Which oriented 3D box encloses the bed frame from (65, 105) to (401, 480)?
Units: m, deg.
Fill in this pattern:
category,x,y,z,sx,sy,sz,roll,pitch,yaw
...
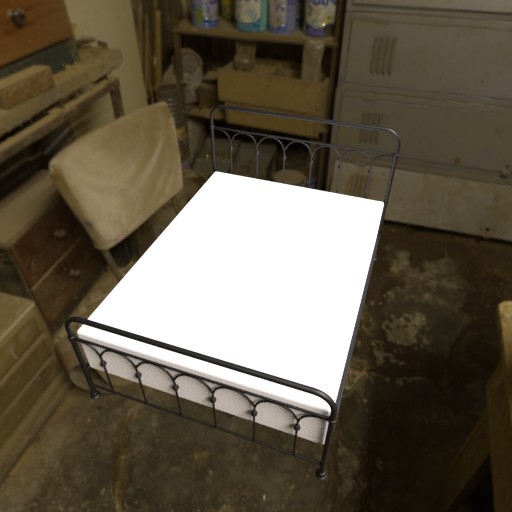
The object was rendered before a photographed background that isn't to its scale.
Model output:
category,x,y,z,sx,sy,sz,roll,pitch,yaw
bed frame,0.000,0.000,3.222,1.664,1.276,2.203,13,42,15
